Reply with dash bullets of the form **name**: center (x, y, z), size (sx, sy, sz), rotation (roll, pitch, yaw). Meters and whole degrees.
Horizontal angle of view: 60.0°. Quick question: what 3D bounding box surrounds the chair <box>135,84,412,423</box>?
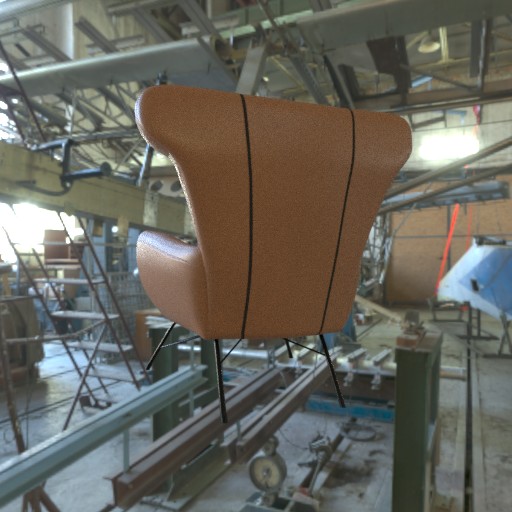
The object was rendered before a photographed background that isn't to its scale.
- **chair**: center (0.000, 0.000, 1.771), size (0.980, 1.050, 0.900), rotation (0, 0, -20)
